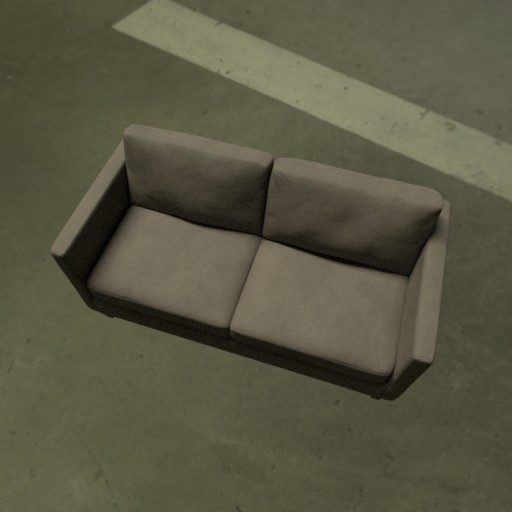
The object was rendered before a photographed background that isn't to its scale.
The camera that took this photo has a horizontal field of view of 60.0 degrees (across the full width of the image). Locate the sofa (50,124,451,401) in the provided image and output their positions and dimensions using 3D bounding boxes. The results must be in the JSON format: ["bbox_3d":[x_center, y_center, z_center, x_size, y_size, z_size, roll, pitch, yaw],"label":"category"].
[{"bbox_3d":[0.000,0.000,2.468,1.884,0.963,0.950,15,59,9],"label":"sofa"}]
